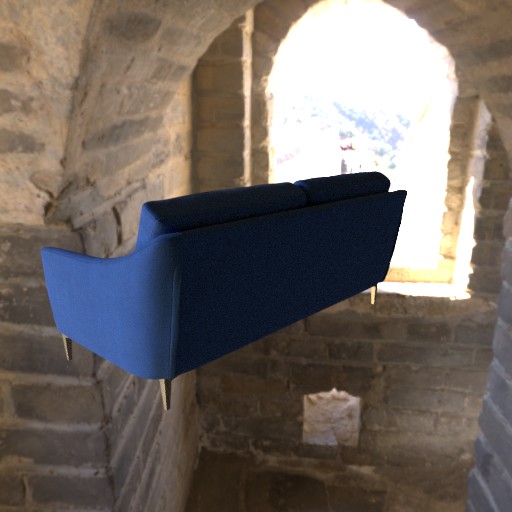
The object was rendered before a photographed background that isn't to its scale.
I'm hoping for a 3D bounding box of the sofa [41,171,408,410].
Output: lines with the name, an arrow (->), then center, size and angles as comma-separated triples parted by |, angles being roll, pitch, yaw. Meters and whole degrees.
sofa -> 0.000, 0.000, 2.557 | 0.960, 0.903, 2.036 | 15, 22, 43
